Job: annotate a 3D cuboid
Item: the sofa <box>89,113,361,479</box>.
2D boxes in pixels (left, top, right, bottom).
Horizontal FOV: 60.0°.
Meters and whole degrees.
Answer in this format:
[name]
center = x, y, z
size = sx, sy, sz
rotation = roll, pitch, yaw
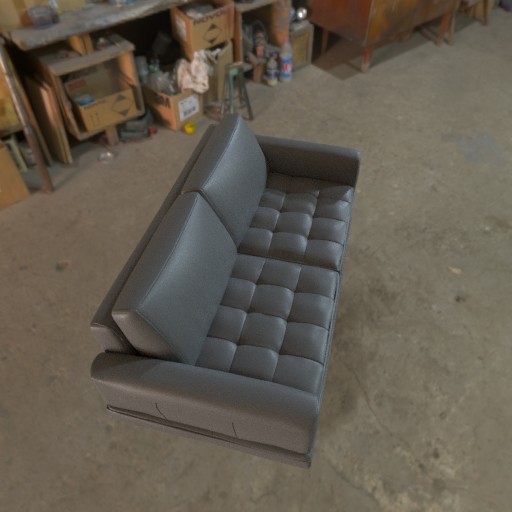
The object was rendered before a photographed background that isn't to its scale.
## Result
[sofa]
center = 0.000, 0.000, 2.749
size = 1.121, 0.930, 2.177
rotation = 11, 48, 10
